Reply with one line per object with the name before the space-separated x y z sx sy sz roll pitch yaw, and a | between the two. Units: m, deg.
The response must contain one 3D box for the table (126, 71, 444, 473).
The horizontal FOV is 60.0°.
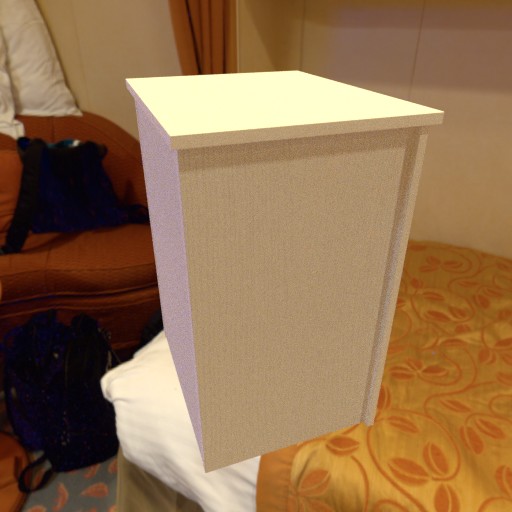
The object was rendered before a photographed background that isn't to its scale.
table | 0.000 0.000 0.904 0.381 0.635 0.480 -10 31 -17
